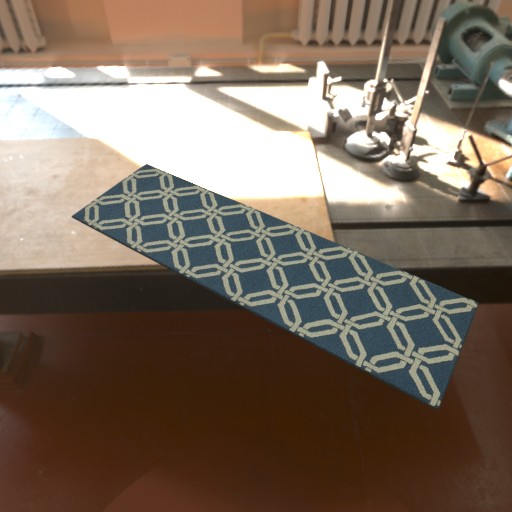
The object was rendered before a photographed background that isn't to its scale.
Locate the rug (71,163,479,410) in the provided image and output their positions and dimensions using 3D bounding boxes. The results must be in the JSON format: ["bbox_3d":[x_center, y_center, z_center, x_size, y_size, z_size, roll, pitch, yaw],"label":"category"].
[{"bbox_3d":[0.000,0.000,2.496,2.276,0.014,0.678,25,51,22],"label":"rug"}]
